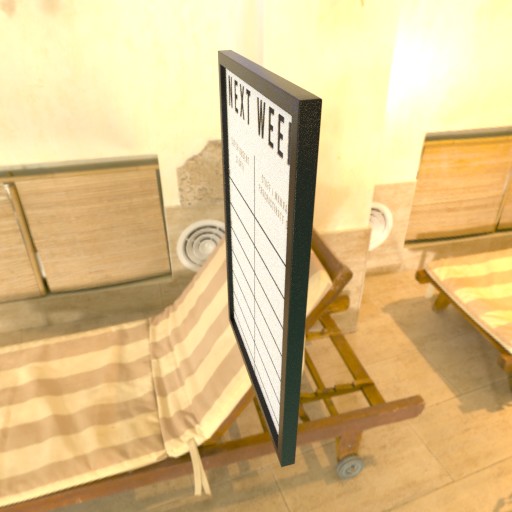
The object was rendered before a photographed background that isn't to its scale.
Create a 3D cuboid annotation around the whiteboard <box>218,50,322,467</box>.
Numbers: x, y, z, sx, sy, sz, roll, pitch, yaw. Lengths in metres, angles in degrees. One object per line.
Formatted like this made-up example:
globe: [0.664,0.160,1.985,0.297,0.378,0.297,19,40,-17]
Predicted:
whiteboard: [0.000,0.000,0.772,0.026,0.611,0.406,-8,33,-13]
